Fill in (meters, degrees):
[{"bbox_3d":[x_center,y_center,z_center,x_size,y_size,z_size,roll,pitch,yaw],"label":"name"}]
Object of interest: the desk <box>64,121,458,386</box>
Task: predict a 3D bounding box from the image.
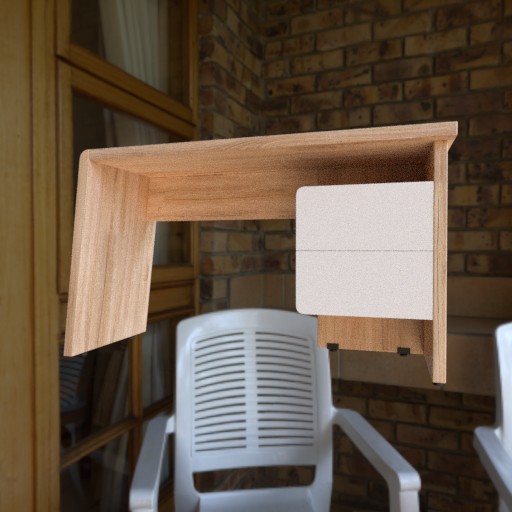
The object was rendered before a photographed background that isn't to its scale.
[{"bbox_3d":[0.000,0.000,1.641,1.300,0.750,0.500,0,1,17],"label":"desk"}]
